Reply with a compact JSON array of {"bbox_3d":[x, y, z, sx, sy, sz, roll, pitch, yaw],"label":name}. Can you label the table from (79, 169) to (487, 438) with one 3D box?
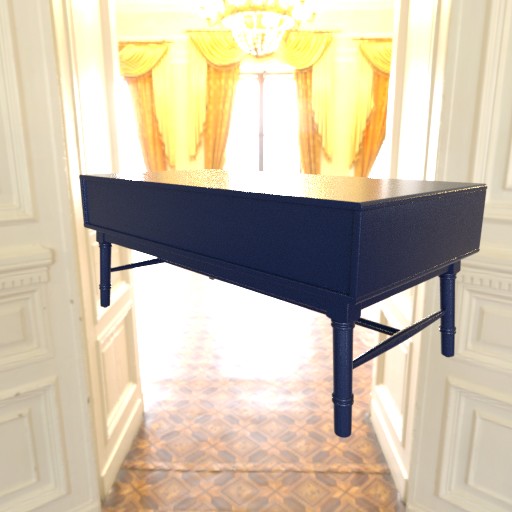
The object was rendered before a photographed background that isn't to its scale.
[{"bbox_3d":[0.000,0.000,1.320,0.572,0.457,1.067,-13,19,-43],"label":"table"}]
